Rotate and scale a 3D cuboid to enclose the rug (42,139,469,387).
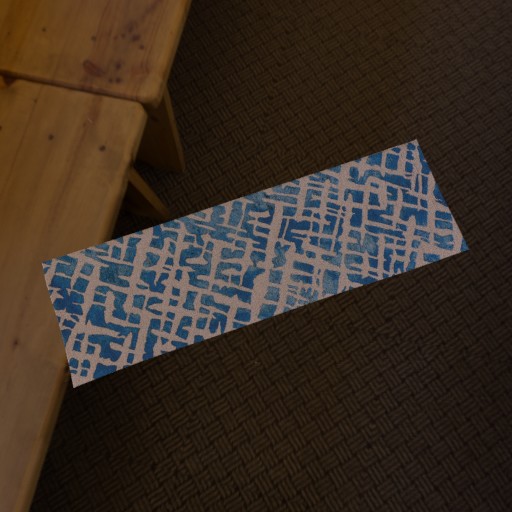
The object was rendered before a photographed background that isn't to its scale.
[{"bbox_3d":[0.000,0.000,2.659,2.446,0.011,0.768,-19,77,-4],"label":"rug"}]
